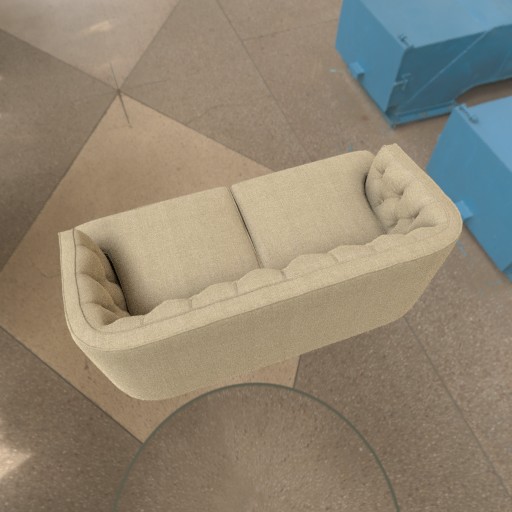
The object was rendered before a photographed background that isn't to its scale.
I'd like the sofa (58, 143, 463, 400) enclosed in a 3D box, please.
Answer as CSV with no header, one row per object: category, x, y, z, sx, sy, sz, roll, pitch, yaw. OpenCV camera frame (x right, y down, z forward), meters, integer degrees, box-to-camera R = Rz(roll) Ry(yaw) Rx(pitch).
sofa,0.000,0.000,2.240,1.733,0.855,0.941,-16,60,-10
